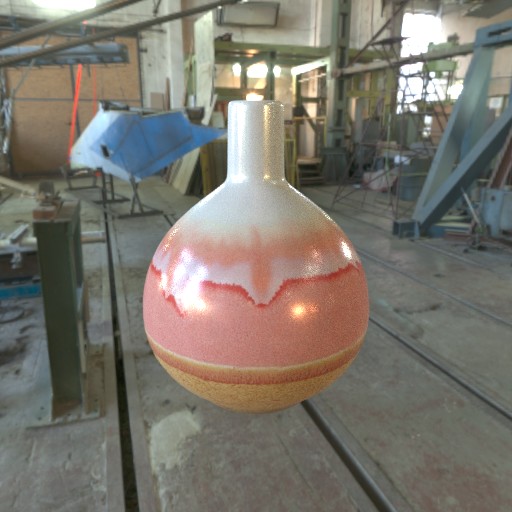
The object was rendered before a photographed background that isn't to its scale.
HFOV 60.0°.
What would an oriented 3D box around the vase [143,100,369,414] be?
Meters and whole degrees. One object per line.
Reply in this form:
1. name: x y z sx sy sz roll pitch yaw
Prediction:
1. vase: 0.000 0.000 0.267 0.137 0.176 0.137 0 17 0
